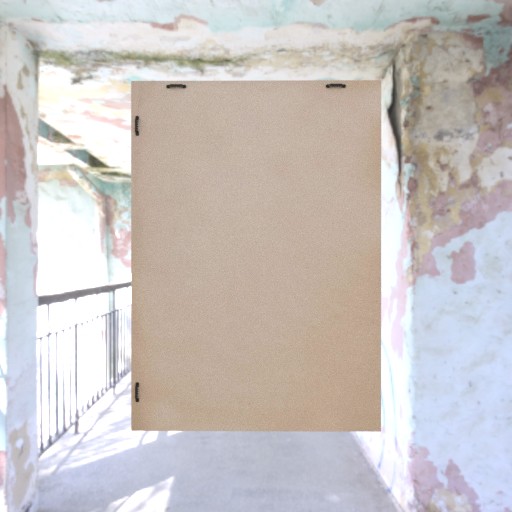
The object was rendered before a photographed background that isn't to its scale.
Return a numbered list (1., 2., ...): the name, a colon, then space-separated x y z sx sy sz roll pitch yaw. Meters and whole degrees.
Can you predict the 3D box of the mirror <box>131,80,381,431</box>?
1. mirror: 0.000 0.000 0.912 0.507 0.710 0.039 0 0 0
